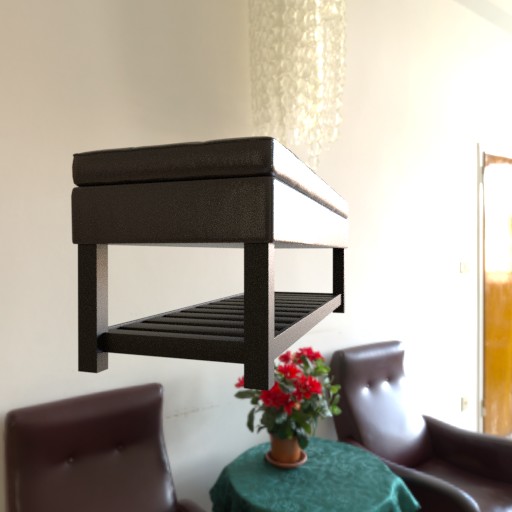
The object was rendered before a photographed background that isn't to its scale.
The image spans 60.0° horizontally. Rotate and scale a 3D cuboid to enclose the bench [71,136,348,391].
[{"bbox_3d":[0.000,0.000,1.341,0.432,0.460,1.105,0,0,18],"label":"bench"}]
